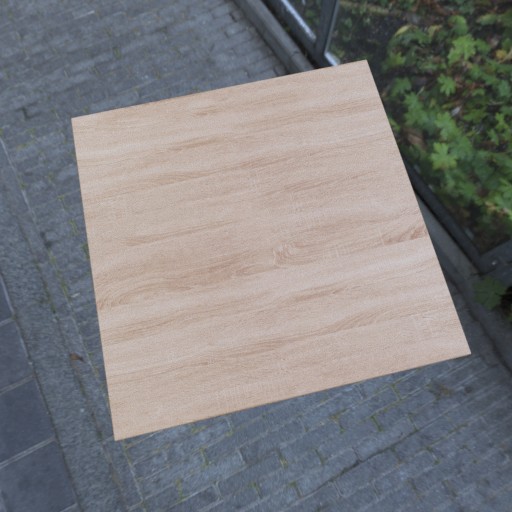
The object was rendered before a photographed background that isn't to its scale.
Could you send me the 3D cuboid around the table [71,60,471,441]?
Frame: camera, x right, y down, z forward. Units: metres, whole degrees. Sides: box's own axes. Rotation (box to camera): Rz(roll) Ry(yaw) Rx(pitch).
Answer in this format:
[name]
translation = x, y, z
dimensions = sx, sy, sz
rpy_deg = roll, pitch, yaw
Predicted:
[table]
translation = 0.000, 0.000, 1.149
dimensions = 0.700, 0.450, 0.700
rpy_deg = -13, 75, -4
